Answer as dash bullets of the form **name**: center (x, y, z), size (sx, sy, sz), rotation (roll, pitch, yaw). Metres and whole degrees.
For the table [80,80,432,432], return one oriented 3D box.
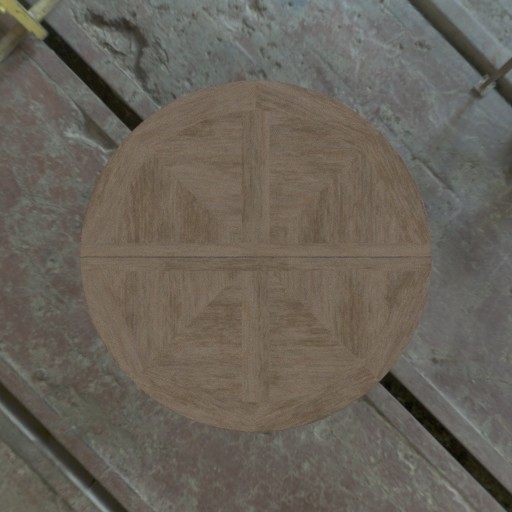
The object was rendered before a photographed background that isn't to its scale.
- **table**: center (0.000, 0.000, 2.042), size (1.319, 0.762, 1.319), rotation (0, 91, 0)
